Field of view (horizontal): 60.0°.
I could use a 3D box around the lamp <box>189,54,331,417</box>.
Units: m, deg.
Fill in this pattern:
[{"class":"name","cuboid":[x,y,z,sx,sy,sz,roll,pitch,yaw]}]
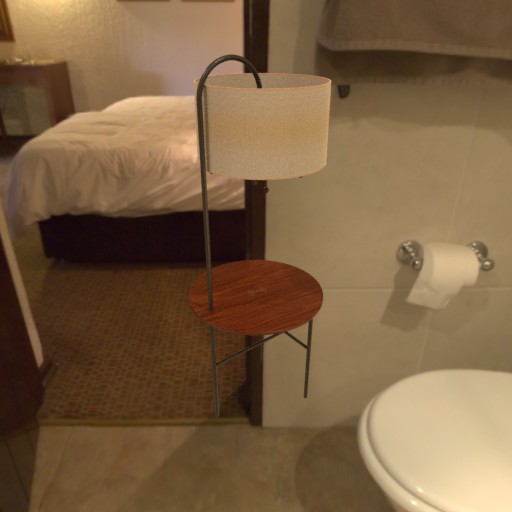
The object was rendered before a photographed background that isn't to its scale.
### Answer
[{"class":"lamp","cuboid":[0.000,0.000,1.822,0.573,1.517,0.573,0,28,0]}]
